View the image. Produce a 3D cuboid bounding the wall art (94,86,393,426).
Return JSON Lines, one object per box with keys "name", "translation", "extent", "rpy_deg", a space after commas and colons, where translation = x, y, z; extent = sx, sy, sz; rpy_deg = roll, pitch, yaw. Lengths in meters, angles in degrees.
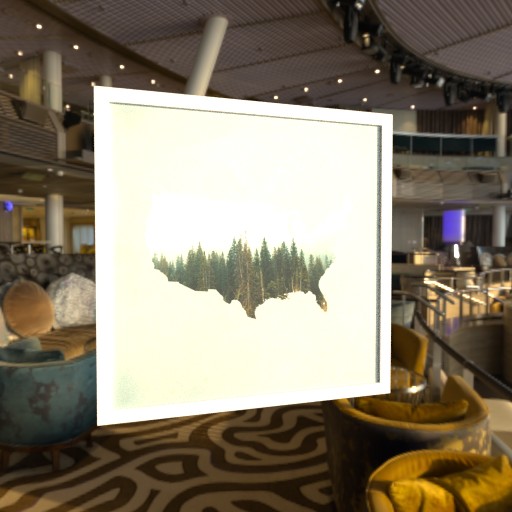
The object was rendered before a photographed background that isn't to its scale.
{"name": "wall art", "translation": [0.000, 0.000, 1.121], "extent": [0.762, 0.762, 0.038], "rpy_deg": [0, 2, -17]}
